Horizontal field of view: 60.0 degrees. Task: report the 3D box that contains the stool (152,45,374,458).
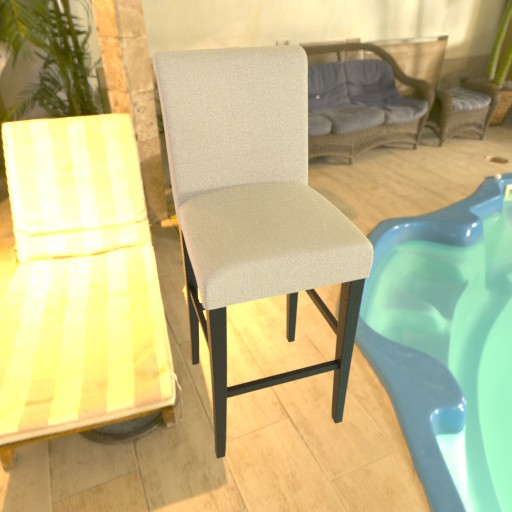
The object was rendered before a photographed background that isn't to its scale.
[{"bbox_3d":[0.000,0.000,1.387,0.452,1.124,0.597,-10,34,-15],"label":"stool"}]
